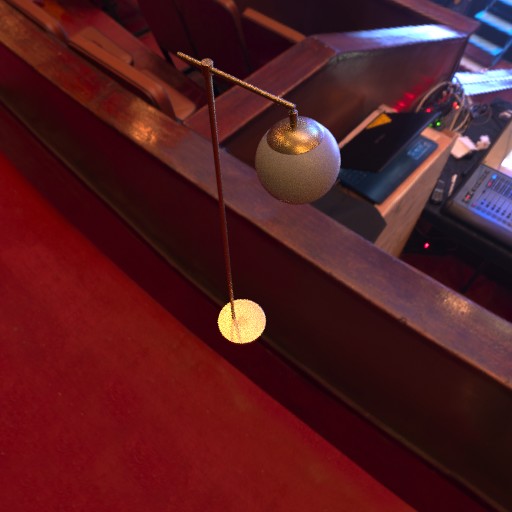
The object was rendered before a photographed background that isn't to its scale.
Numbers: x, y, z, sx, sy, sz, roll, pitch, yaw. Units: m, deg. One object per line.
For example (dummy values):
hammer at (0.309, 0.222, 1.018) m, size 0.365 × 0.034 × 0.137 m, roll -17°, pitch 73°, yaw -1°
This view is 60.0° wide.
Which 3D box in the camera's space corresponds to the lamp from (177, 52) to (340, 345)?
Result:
lamp at (0.000, 0.000, 1.663) m, size 0.476 × 1.505 × 0.249 m, roll 31°, pitch 63°, yaw 18°
